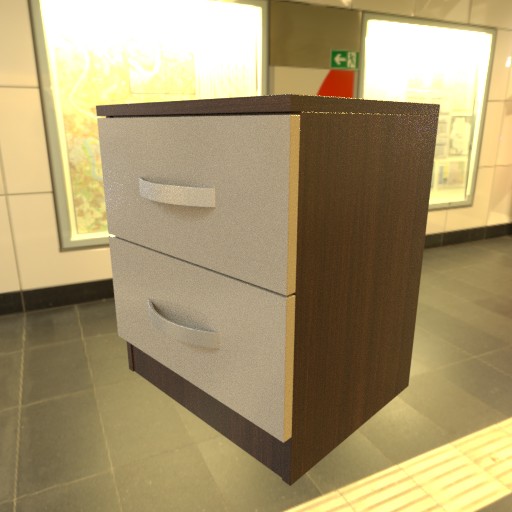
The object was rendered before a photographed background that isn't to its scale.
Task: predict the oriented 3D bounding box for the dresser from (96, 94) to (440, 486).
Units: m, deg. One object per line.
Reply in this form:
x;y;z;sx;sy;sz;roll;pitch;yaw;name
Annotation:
0.000;0.000;0.727;0.400;0.470;0.360;16;23;43;dresser
